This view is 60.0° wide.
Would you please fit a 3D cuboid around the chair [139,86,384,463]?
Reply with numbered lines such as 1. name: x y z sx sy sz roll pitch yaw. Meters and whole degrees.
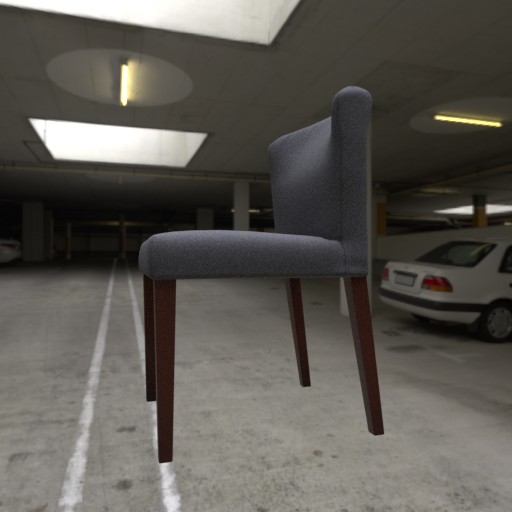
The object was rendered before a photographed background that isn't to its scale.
1. chair: 0.000 0.000 1.179 0.592 0.839 0.491 0 -1 -17
